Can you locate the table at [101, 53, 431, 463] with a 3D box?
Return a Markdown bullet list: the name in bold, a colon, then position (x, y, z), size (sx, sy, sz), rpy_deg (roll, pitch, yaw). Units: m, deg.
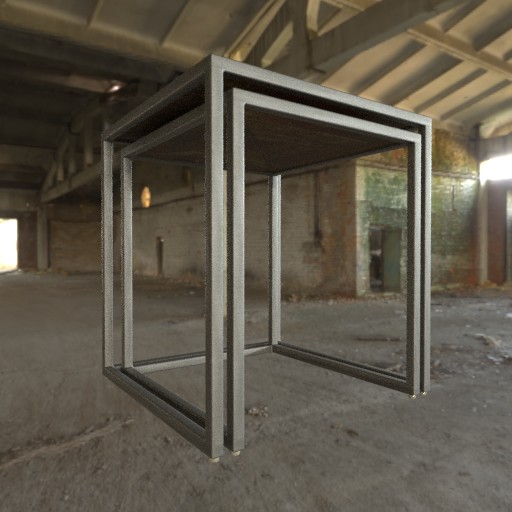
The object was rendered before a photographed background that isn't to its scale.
- **table**: position (0.000, 0.000, 0.845), size (0.450, 0.500, 0.449), rpy_deg (-1, 1, -35)
